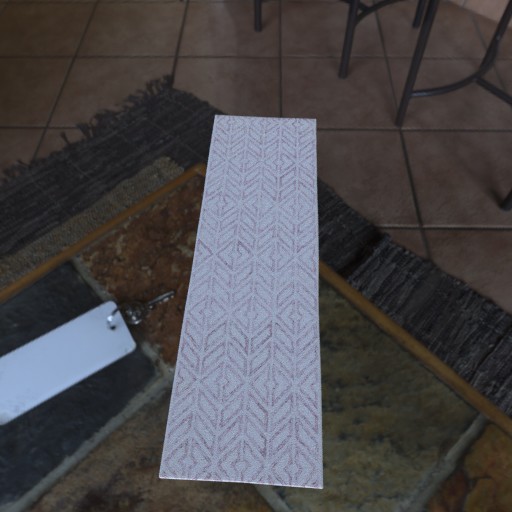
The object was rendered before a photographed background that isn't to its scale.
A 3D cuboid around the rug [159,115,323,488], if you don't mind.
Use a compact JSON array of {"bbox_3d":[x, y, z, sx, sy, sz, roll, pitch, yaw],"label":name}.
[{"bbox_3d":[0.000,0.000,2.656,0.750,0.009,2.435,3,58,2],"label":"rug"}]
